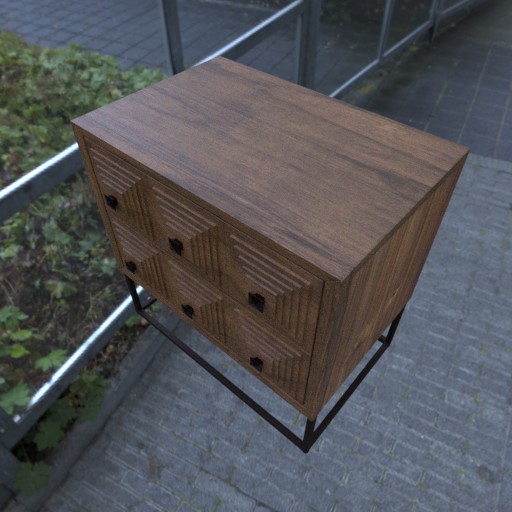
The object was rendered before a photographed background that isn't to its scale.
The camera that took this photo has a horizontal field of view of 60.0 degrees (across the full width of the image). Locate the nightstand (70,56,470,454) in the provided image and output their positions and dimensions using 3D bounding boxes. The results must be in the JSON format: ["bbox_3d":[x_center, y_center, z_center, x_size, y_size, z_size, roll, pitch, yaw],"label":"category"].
[{"bbox_3d":[0.000,0.000,1.012,0.610,0.610,0.437,32,54,27],"label":"nightstand"}]
